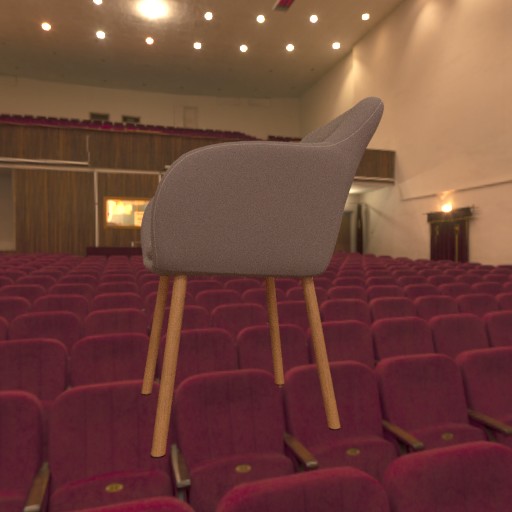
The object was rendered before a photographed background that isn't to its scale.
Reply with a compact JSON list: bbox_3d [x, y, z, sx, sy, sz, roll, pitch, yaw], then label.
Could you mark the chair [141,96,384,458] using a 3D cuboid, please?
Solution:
[{"bbox_3d":[0.000,0.000,1.210,0.590,0.830,0.570,0,0,-17],"label":"chair"}]
